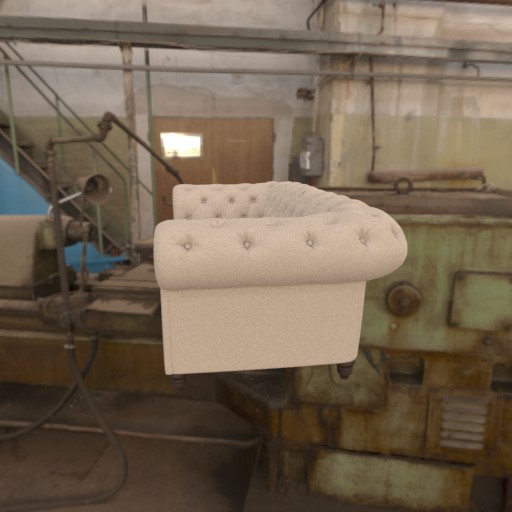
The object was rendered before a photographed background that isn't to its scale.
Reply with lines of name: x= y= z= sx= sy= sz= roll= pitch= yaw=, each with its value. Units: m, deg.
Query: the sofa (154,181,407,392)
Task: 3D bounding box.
sofa: x=0.000 y=0.000 z=2.565 sx=0.986 sy=0.764 sz=1.998 roll=-2 pitch=14 yaw=-8
